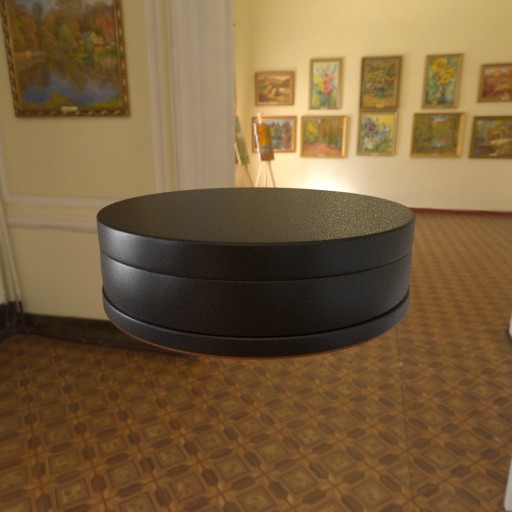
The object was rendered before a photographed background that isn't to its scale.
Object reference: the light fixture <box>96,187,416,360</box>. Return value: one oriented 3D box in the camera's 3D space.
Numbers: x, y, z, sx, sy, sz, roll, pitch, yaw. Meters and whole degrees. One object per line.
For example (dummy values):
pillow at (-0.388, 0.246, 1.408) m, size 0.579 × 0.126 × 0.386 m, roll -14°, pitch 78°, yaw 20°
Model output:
light fixture at (0.000, 0.000, 0.424) m, size 0.283 × 0.097 × 0.283 m, roll 0°, pitch 16°, yaw 0°
